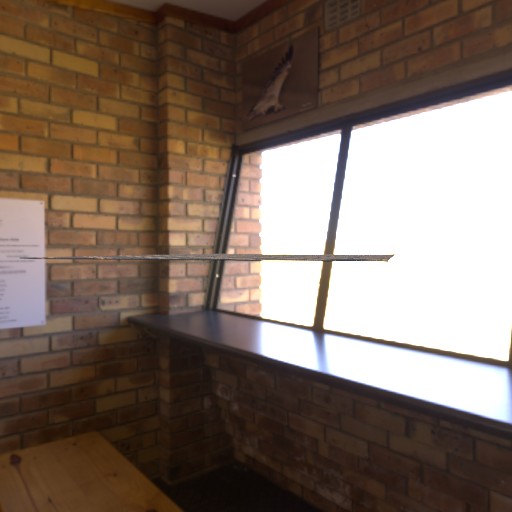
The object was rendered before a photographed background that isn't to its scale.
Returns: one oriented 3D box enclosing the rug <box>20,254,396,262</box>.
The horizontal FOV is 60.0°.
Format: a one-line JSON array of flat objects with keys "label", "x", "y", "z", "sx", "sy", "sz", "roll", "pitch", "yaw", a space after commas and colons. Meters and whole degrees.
[{"label": "rug", "x": 0.000, "y": 0.000, "z": 3.840, "sx": 2.277, "sy": 0.020, "sz": 2.867, "roll": 0, "pitch": 1, "yaw": 18}]
